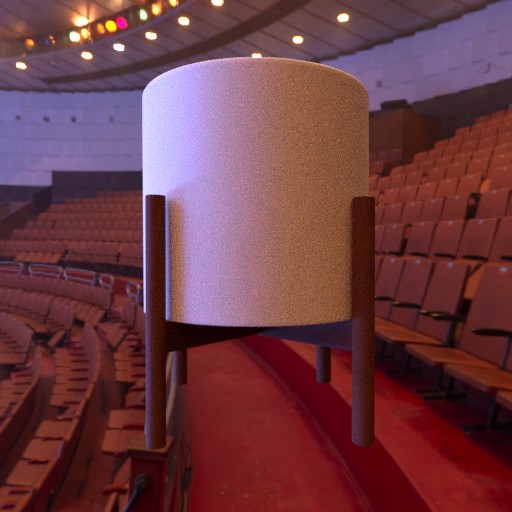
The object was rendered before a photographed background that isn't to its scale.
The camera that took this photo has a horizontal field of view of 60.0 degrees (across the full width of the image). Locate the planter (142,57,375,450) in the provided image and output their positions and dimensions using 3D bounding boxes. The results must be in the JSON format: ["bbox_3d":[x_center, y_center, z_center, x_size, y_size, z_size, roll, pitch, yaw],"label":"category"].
[{"bbox_3d":[0.000,0.000,0.850,0.420,0.581,0.421,0,1,0],"label":"planter"}]
